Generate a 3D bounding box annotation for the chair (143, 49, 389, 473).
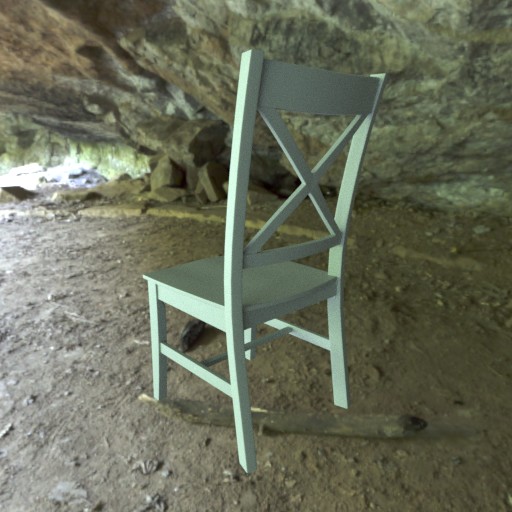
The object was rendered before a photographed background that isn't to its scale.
[{"bbox_3d":[0.000,0.000,1.291,0.485,0.983,0.542,-13,20,-41],"label":"chair"}]
